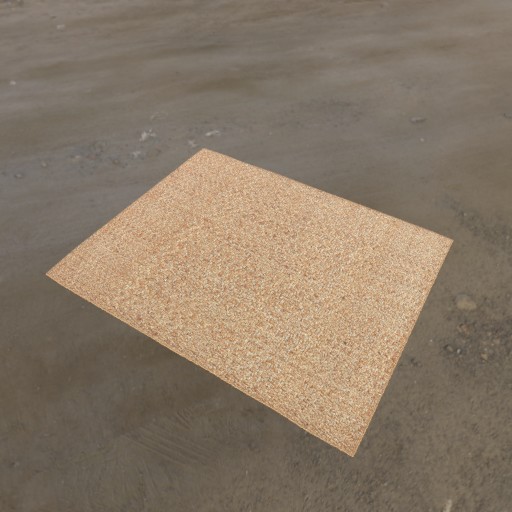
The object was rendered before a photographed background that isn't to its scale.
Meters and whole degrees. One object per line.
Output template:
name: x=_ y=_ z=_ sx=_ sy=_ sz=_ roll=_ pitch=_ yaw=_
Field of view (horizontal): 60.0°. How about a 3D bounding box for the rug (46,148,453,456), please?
rug: x=0.000 y=0.000 z=4.186 sx=3.048 sy=0.013 sz=2.439 roll=25 pitch=51 yaw=21
